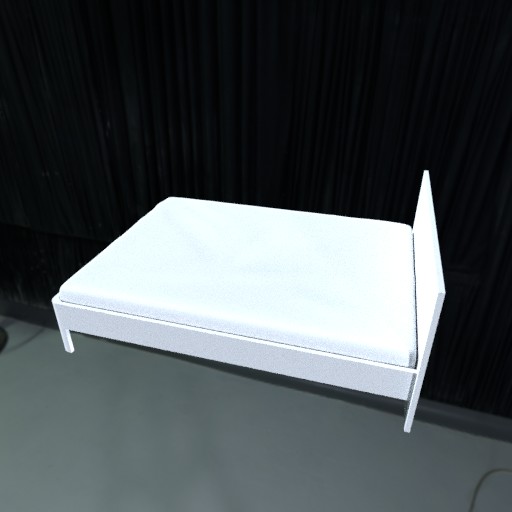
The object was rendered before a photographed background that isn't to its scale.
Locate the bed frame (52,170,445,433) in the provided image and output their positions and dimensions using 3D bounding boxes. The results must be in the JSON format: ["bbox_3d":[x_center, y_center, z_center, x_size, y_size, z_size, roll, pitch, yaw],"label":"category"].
[{"bbox_3d":[0.000,0.000,2.760,1.950,0.800,1.490,8,31,14],"label":"bed frame"}]
